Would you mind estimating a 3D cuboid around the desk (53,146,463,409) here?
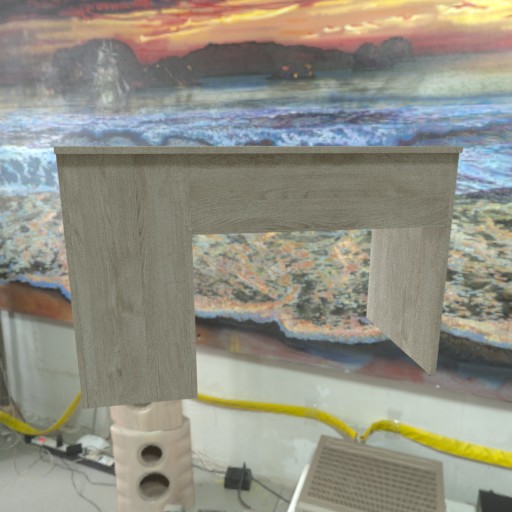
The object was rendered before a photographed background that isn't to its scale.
[{"bbox_3d":[0.000,0.000,1.519,1.096,0.730,0.560,-2,14,-10],"label":"desk"}]
